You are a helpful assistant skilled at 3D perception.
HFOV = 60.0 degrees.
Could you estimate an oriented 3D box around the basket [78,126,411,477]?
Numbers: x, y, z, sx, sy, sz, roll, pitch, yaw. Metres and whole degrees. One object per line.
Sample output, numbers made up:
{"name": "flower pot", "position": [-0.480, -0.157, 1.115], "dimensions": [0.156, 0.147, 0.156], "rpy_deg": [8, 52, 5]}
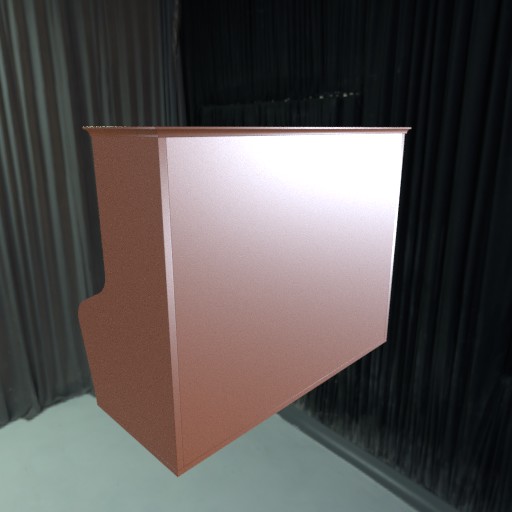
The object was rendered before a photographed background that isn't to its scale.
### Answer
{"name": "basket", "position": [0.000, 0.000, 1.120], "dimensions": [0.376, 0.625, 0.792], "rpy_deg": [15, 22, 43]}
